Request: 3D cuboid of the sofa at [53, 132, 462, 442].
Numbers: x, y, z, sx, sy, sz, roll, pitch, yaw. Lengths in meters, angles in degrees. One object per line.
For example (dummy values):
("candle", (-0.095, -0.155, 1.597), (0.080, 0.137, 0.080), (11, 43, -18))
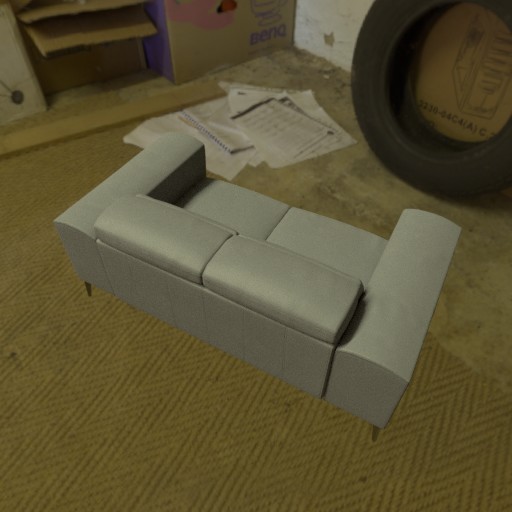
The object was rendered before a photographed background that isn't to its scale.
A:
("sofa", (0.000, 0.000, 2.442), (1.895, 0.779, 1.003), (22, 51, 19))
